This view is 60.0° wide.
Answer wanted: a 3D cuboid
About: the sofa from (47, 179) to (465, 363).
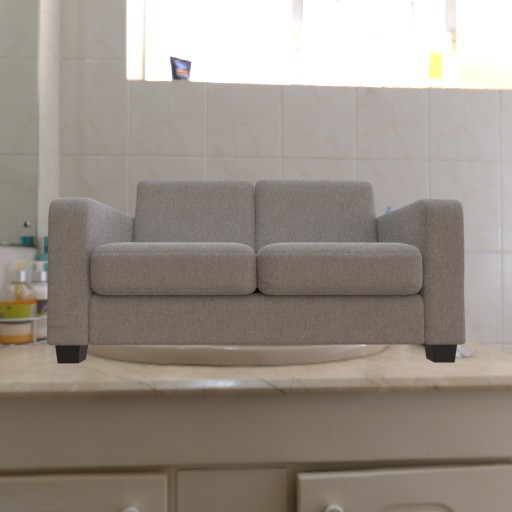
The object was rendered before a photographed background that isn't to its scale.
[{"bbox_3d":[0.000,0.000,2.004,1.540,0.800,0.900,0,-2,-1],"label":"sofa"}]
